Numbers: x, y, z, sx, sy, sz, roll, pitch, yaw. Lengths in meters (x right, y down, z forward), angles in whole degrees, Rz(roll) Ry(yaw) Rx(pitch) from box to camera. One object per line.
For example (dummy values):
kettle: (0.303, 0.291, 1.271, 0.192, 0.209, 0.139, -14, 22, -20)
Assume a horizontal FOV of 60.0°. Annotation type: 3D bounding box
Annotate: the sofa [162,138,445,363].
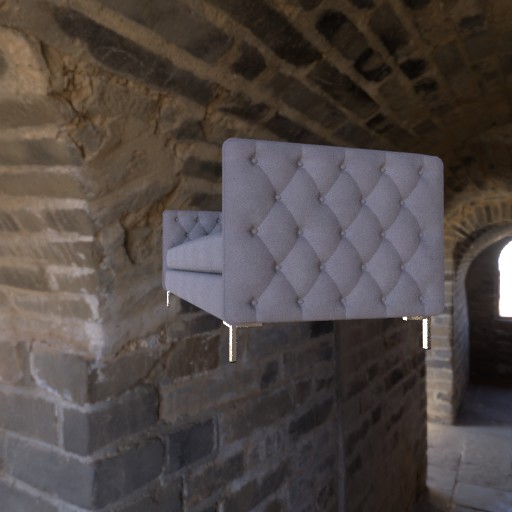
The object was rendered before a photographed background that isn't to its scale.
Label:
sofa: (0.000, 0.000, 2.623, 0.895, 0.771, 2.209, 0, -1, -17)
